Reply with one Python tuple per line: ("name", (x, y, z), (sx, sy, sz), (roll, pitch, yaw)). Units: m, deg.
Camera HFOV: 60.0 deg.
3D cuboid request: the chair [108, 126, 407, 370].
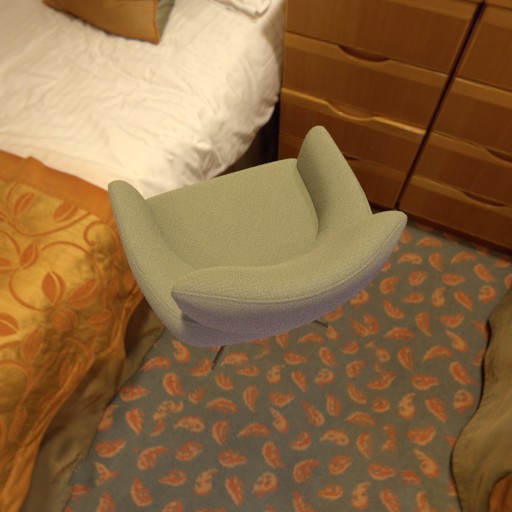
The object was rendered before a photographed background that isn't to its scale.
("chair", (0.000, 0.000, 1.401), (0.760, 0.810, 0.730), (-18, 59, -11))
